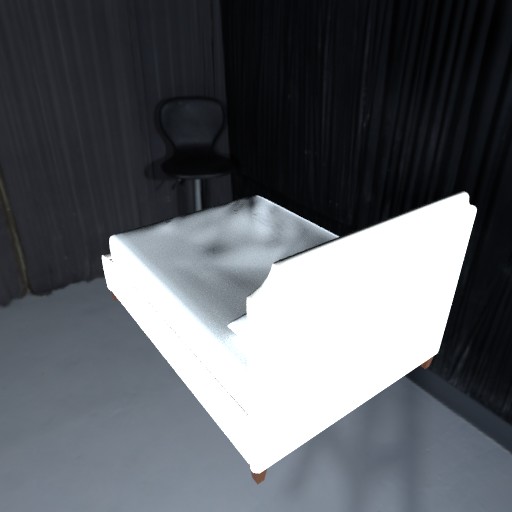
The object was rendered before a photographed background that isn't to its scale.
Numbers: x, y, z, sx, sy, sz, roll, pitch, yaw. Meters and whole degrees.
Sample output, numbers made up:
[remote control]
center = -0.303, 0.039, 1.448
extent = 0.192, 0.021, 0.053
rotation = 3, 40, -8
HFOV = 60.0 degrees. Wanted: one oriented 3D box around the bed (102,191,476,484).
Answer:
[bed]
center = 0.000, 0.000, 3.393
extent = 1.712, 1.443, 2.365
rotation = -20, 35, -31
